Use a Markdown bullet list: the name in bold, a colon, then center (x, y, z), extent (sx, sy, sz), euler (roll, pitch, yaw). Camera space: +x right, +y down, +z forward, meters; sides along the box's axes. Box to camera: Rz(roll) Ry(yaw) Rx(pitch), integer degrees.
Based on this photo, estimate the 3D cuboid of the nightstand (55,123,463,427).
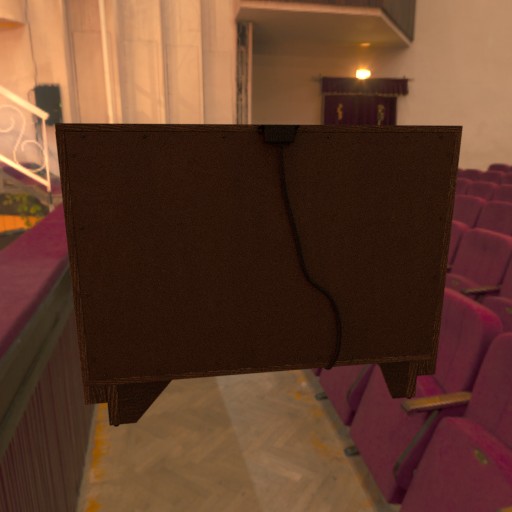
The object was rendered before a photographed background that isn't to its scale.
- **nightstand**: center (0.000, 0.000, 1.100), extent (0.775, 0.612, 0.457), euler (-2, 15, -9)
